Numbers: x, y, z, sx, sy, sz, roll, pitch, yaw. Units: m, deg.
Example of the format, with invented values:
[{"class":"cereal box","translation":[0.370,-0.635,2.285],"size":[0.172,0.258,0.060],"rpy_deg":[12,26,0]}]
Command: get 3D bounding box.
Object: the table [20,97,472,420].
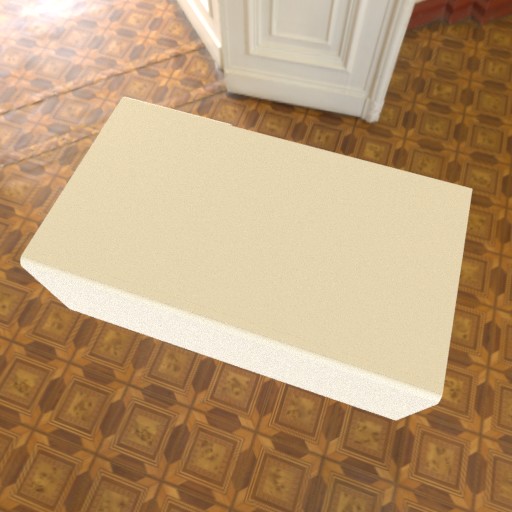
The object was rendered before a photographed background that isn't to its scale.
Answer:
[{"class":"table","translation":[0.000,0.000,1.407],"size":[1.097,0.442,0.639],"rpy_deg":[17,65,8]}]
